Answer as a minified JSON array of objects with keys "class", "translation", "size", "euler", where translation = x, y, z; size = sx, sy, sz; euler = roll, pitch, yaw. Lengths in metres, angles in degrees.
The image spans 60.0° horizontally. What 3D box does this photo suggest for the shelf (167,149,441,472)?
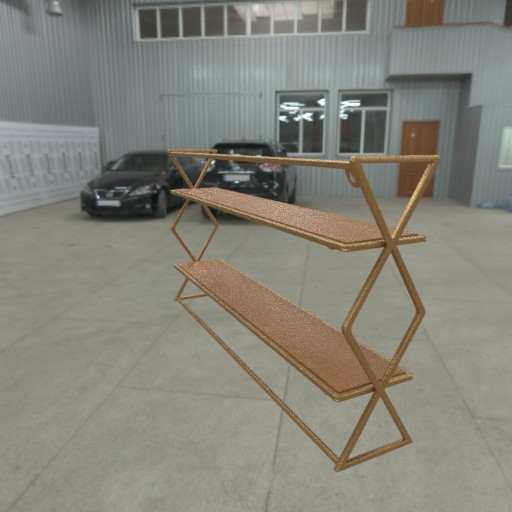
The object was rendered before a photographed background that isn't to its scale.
[{"class":"shelf","translation":[0.000,0.000,0.979],"size":[0.150,0.450,0.822],"euler":[-7,16,-26]}]
